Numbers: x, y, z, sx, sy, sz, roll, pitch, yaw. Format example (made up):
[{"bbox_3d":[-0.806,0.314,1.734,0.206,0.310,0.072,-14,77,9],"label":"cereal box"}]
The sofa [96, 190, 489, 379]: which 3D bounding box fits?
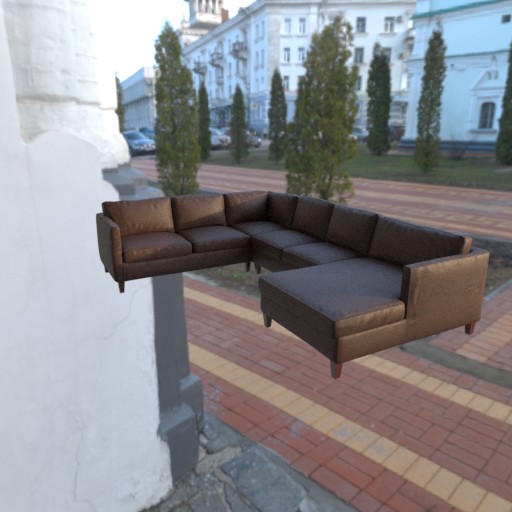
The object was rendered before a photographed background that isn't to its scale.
[{"bbox_3d":[0.000,0.000,4.570,2.593,0.923,3.460,-9,18,-28],"label":"sofa"}]
